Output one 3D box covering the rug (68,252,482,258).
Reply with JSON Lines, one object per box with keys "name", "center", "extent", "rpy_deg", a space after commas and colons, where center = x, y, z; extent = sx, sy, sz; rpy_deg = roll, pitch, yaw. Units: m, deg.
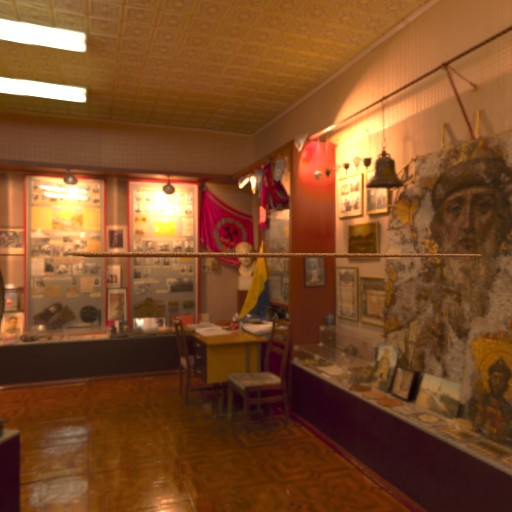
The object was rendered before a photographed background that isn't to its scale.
{"name": "rug", "center": [0.000, 0.000, 2.853], "extent": [2.141, 0.013, 1.566], "rpy_deg": [0, -1, -19]}
